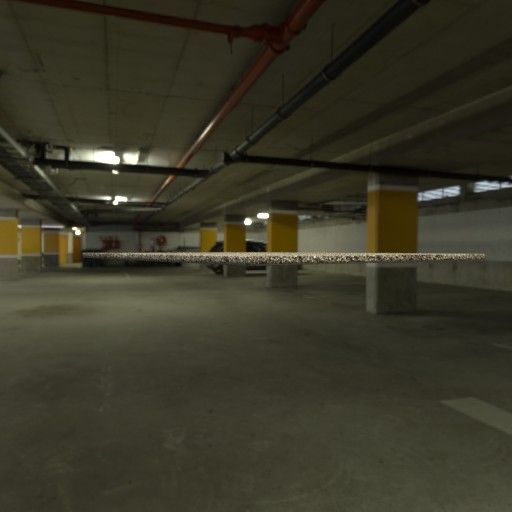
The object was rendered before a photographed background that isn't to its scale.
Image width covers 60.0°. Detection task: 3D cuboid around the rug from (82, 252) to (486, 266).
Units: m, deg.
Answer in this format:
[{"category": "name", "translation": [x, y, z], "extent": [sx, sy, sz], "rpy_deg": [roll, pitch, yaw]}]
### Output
[{"category": "rug", "translation": [0.000, 0.000, 2.132], "extent": [1.198, 0.025, 1.601], "rpy_deg": [-1, 1, -36]}]
